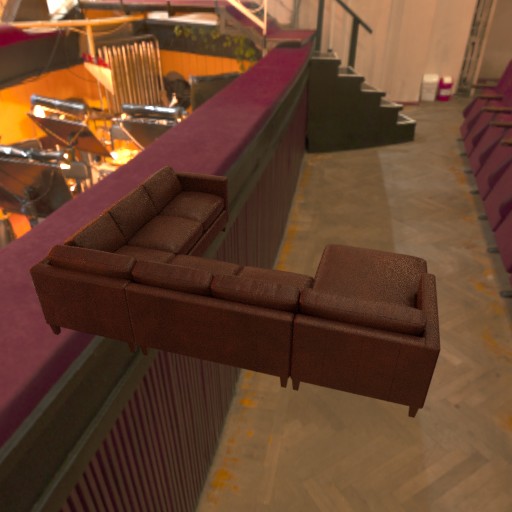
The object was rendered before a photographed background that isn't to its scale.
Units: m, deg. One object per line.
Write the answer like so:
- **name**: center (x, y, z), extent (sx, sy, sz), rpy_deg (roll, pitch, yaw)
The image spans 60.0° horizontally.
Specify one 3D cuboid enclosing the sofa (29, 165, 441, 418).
- **sofa**: center (0.000, 0.000, 4.509), extent (3.324, 0.891, 2.452), rpy_deg (9, 33, 14)
